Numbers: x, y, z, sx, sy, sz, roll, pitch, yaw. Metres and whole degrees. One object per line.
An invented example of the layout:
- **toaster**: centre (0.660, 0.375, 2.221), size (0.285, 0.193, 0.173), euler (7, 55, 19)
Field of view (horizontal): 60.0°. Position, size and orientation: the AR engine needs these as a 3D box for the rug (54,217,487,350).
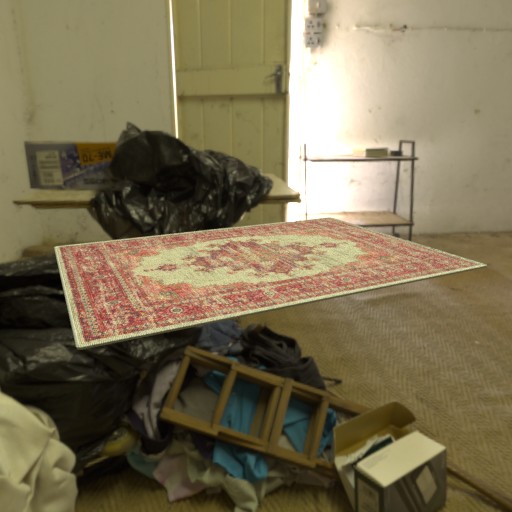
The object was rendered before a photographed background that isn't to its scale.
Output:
- **rug**: centre (0.000, 0.000, 2.161), size (1.747, 0.011, 1.217), euler (-8, 18, -25)
